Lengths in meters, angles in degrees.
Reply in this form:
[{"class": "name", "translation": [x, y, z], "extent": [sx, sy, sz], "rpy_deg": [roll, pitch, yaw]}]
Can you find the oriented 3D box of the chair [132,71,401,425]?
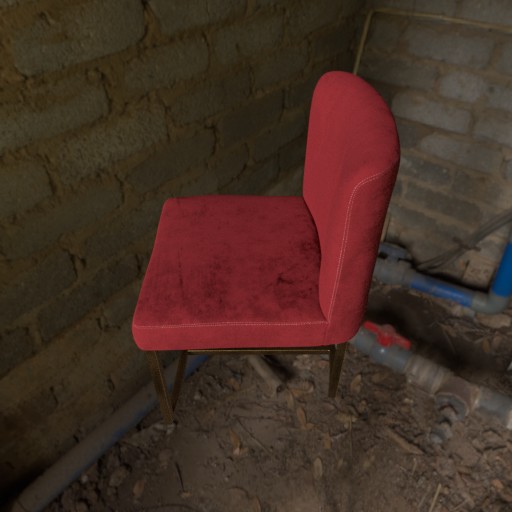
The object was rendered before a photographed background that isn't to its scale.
[{"class": "chair", "translation": [0.000, 0.000, 1.164], "extent": [0.560, 0.824, 0.530], "rpy_deg": [0, 41, 0]}]
